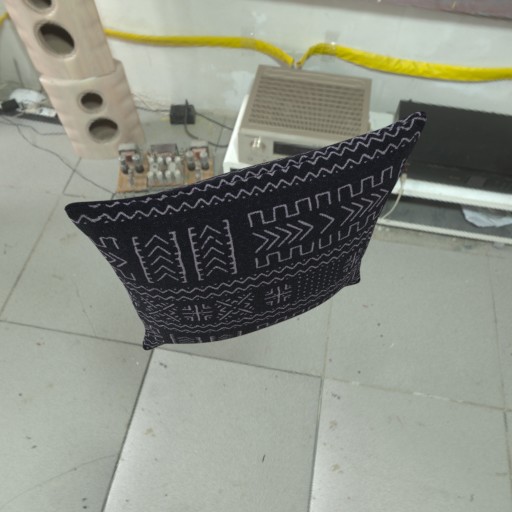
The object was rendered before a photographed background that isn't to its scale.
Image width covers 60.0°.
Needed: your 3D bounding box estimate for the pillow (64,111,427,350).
[{"bbox_3d":[0.000,0.000,0.676,0.438,0.430,0.164,-17,60,-10],"label":"pillow"}]
